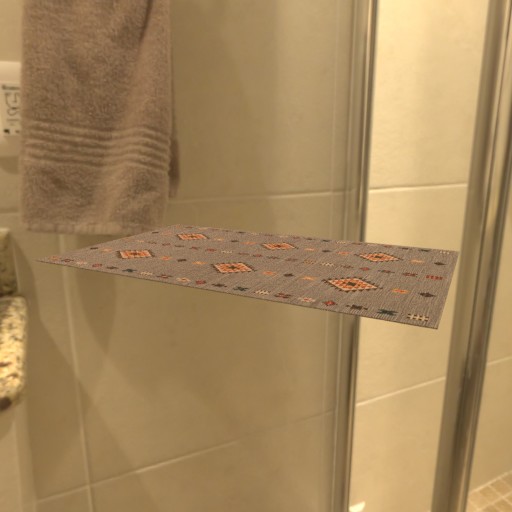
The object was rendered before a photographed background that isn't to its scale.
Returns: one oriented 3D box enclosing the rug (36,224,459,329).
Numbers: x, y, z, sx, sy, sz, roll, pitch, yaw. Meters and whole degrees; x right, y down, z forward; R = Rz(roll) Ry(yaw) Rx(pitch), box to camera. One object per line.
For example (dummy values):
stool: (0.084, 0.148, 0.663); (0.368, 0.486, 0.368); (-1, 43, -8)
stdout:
rug: (0.000, 0.000, 2.986); (2.427, 0.007, 1.515); (7, 16, 26)
